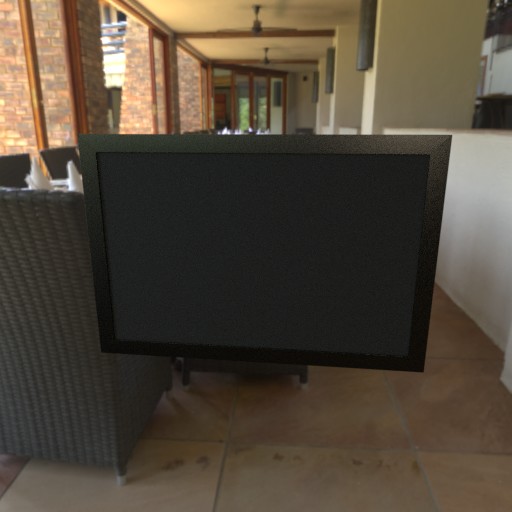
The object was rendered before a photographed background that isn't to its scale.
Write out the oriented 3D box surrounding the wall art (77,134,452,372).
[{"bbox_3d":[0.000,0.000,0.845,0.660,0.447,0.013,2,17,7],"label":"wall art"}]
